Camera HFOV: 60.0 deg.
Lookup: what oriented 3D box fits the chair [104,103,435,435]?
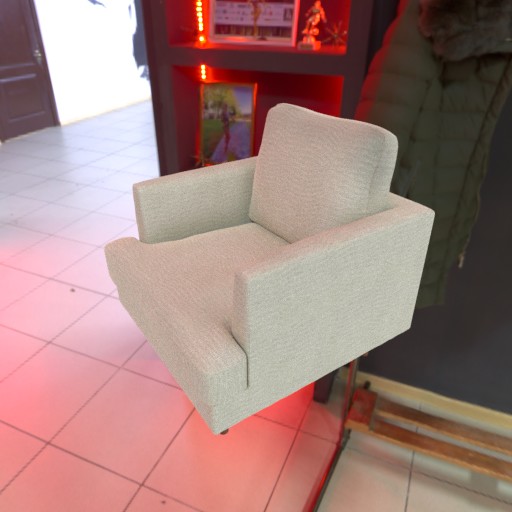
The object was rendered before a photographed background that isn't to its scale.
[{"bbox_3d":[0.000,0.000,1.644,0.899,0.957,0.858,-19,35,-29],"label":"chair"}]
